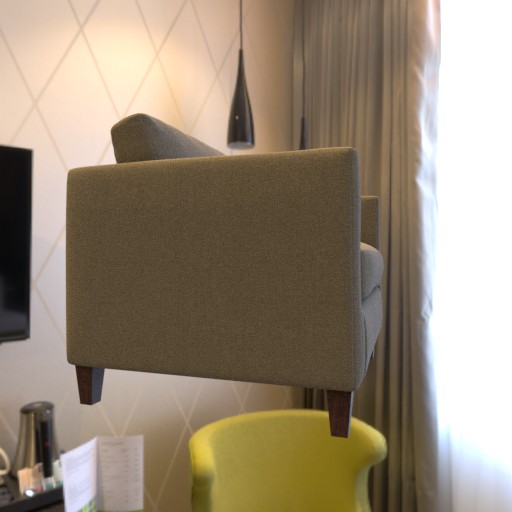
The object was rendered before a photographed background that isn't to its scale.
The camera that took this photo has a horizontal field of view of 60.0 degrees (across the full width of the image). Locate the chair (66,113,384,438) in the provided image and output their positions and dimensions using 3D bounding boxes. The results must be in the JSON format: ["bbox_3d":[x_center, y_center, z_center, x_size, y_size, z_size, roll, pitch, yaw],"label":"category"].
[{"bbox_3d":[0.000,0.000,1.771,0.959,0.963,1.107,0,0,19],"label":"chair"}]
